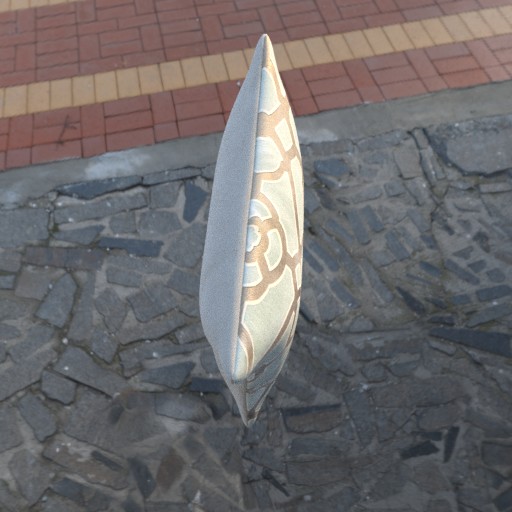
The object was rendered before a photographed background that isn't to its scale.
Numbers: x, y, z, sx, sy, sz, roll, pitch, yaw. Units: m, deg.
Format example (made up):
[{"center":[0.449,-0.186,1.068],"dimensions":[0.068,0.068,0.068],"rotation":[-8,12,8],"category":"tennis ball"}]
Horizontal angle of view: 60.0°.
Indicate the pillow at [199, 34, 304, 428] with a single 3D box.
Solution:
[{"center":[0.000,0.000,0.819],"dimensions":[0.166,0.508,0.552],"rotation":[4,64,2],"category":"pillow"}]
